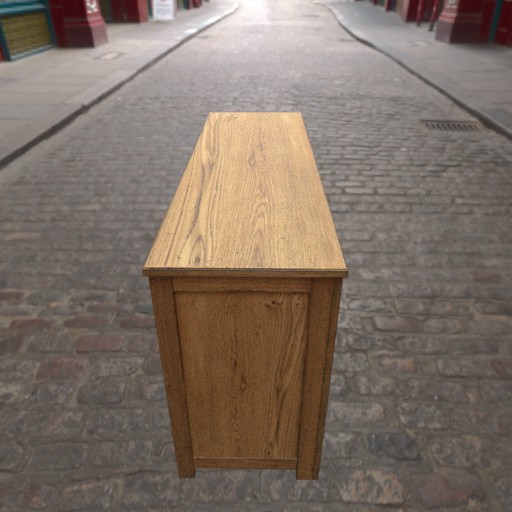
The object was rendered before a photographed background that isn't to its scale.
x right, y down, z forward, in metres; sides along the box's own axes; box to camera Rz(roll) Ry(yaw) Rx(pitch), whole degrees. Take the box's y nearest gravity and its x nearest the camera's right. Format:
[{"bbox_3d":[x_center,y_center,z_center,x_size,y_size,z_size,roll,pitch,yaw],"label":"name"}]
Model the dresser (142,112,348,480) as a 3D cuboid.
[{"bbox_3d":[0.000,0.000,2.083,0.563,0.932,1.657,0,31,1],"label":"dresser"}]
